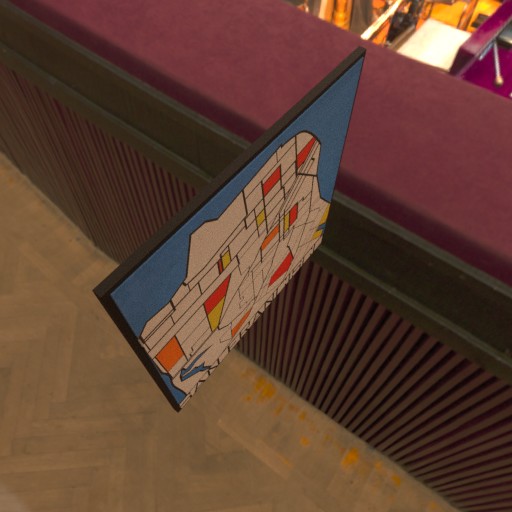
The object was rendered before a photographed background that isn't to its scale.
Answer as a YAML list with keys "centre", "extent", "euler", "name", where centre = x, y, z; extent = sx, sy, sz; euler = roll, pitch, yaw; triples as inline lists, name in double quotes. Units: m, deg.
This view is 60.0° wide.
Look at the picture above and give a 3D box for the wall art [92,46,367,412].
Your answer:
- centre: [0.000, 0.000, 0.682]
  extent: [0.013, 0.457, 0.458]
  euler: [34, 64, 19]
  name: "wall art"
